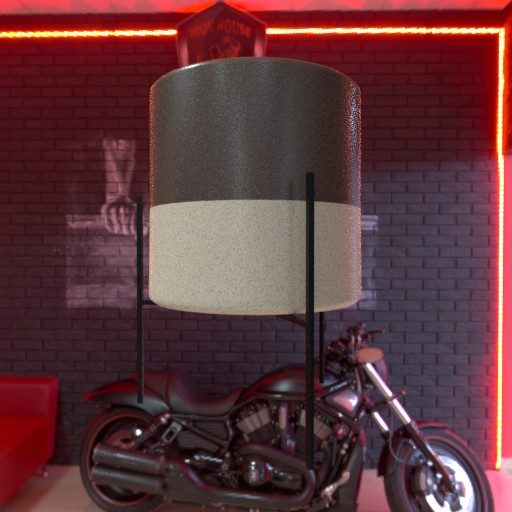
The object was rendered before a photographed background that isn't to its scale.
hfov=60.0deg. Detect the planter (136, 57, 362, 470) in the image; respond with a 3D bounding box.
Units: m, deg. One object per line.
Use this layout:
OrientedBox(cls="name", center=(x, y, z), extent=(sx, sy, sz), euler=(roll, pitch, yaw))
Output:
OrientedBox(cls="planter", center=(0.000, 0.000, 0.517), extent=(0.250, 0.353, 0.260), euler=(1, 1, 34))
